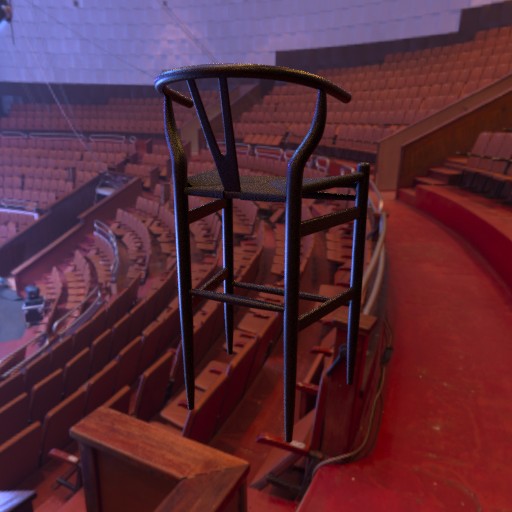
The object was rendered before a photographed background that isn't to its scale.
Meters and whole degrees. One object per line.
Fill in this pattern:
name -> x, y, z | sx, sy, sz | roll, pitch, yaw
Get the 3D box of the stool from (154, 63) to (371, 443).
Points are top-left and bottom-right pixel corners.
stool -> 0.000, 0.000, 1.423 | 0.569, 1.072, 0.579 | 8, 17, 26
